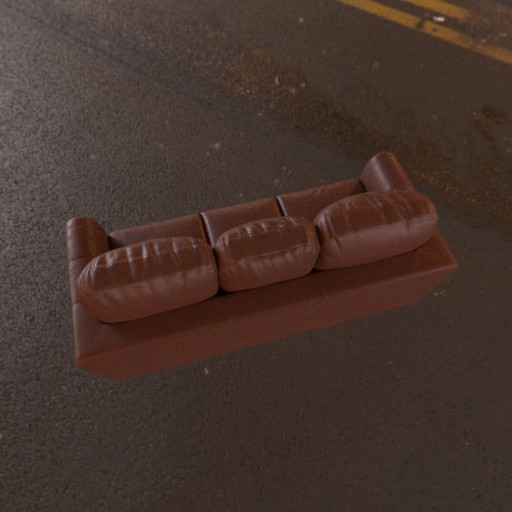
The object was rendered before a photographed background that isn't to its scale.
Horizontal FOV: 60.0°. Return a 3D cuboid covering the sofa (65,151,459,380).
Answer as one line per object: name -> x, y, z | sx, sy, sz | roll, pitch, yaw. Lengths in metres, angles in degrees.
sofa -> 0.000, 0.000, 2.351 | 1.862, 0.915, 0.802 | -13, 60, -8
